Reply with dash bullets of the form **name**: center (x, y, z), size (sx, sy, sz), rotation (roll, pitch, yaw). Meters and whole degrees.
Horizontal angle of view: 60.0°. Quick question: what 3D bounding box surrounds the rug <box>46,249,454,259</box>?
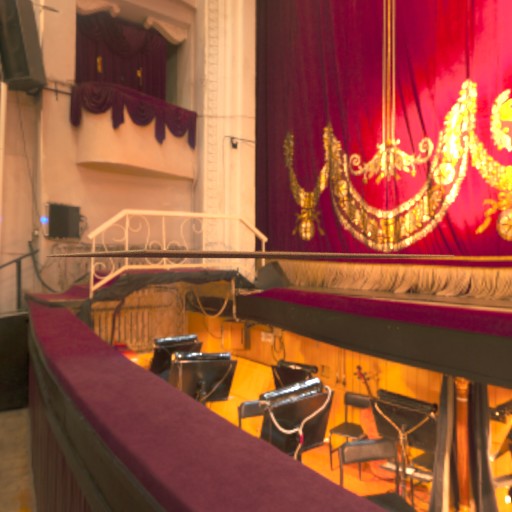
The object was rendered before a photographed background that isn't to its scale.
- **rug**: center (0.000, 0.000, 2.934), size (2.244, 0.017, 1.532), rotation (1, -1, -38)
